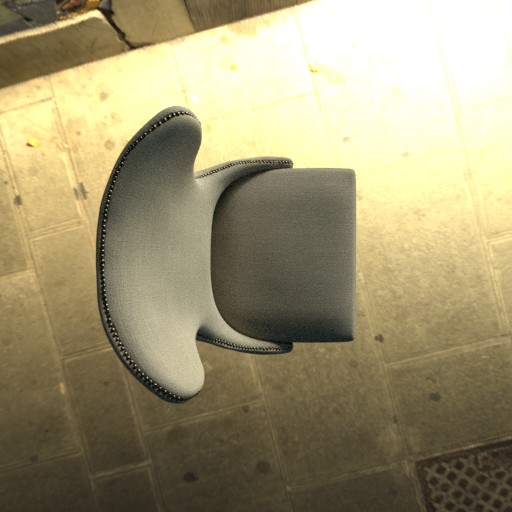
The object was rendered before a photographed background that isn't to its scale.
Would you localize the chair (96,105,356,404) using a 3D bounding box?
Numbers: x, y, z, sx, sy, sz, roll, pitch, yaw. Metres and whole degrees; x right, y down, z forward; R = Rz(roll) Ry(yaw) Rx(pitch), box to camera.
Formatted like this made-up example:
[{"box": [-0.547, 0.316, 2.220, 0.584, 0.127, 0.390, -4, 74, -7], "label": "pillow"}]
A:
[{"box": [0.000, 0.000, 1.343, 0.635, 0.967, 0.628, 0, 90, 1], "label": "chair"}]
